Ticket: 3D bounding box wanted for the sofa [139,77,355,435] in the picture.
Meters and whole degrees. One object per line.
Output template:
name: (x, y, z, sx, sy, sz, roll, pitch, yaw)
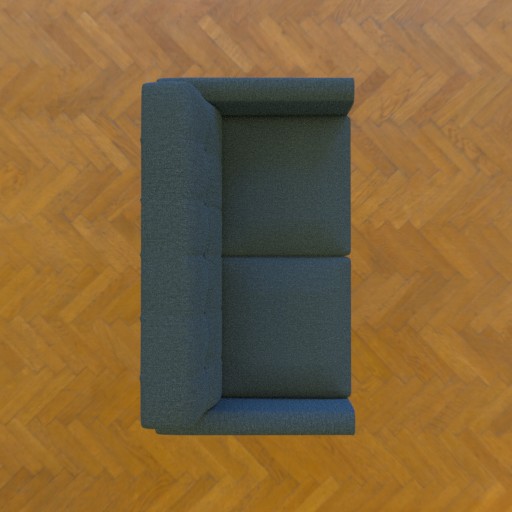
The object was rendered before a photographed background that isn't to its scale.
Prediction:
sofa: (0.000, 0.000, 2.181, 0.942, 0.896, 1.651, 0, 89, 1)
